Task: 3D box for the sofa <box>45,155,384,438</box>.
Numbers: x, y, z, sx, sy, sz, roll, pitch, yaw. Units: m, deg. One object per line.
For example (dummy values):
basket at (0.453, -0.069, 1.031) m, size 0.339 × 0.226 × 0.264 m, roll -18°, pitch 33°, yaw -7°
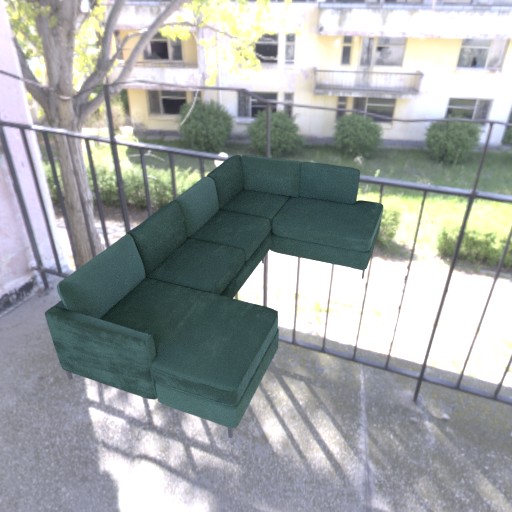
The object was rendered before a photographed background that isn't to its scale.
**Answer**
sofa at (0.000, 0.000, 4.446) m, size 2.055 × 0.992 × 3.434 m, roll 12°, pitch 33°, yaw 19°
